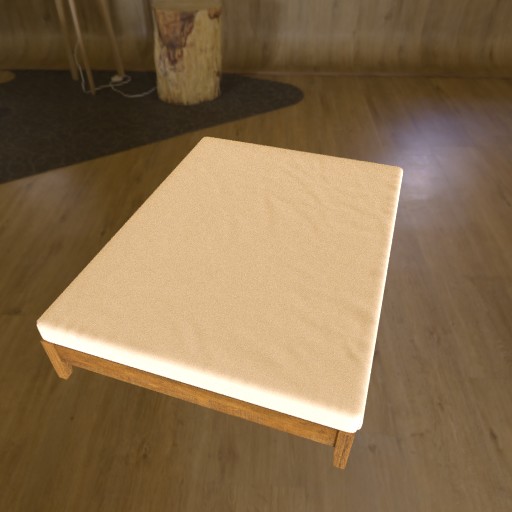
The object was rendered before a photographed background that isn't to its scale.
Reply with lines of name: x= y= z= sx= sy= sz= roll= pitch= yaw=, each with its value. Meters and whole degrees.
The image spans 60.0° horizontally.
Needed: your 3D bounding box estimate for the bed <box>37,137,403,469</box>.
bed: x=0.000 y=0.000 z=2.728 sx=1.536 sy=0.431 sz=2.016 roll=12 pitch=43 yaw=14
